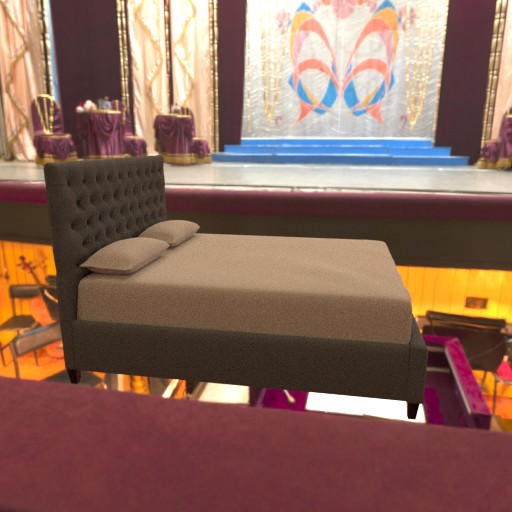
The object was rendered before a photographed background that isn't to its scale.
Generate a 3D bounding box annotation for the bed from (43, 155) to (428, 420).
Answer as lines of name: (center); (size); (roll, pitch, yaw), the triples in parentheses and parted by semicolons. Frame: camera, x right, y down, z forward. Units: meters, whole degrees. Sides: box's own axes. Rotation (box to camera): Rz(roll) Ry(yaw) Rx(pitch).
bed: (0.000, 0.000, 3.327); (2.231, 1.427, 1.698); (3, 15, 10)
